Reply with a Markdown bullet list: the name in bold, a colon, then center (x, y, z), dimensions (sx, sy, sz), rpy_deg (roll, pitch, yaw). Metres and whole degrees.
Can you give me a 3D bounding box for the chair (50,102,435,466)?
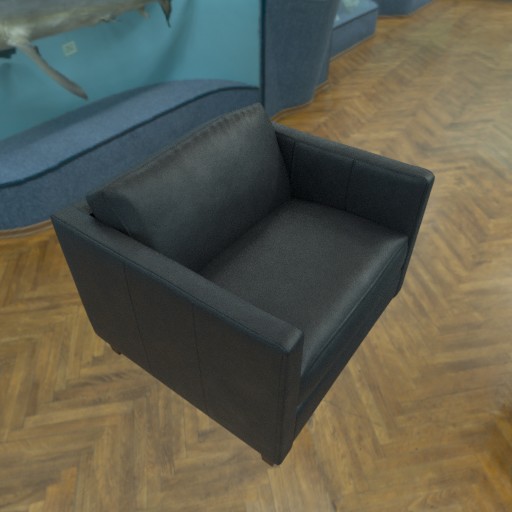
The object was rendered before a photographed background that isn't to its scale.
- **chair**: center (0.000, 0.000, 1.569), dimensions (0.862, 0.811, 0.939), rpy_deg (26, 47, 27)
